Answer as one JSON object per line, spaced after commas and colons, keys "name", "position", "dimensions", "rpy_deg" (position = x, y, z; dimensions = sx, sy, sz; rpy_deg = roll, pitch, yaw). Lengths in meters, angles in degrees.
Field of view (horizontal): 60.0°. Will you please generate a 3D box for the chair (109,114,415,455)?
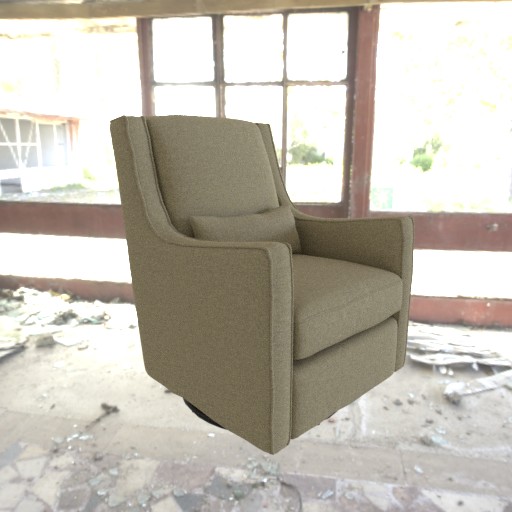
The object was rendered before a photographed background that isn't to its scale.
{"name": "chair", "position": [0.000, 0.000, 1.582], "dimensions": [0.732, 0.993, 0.879], "rpy_deg": [-13, 19, -43]}
